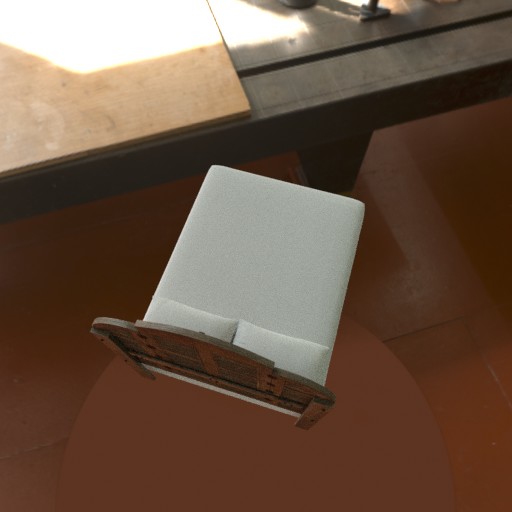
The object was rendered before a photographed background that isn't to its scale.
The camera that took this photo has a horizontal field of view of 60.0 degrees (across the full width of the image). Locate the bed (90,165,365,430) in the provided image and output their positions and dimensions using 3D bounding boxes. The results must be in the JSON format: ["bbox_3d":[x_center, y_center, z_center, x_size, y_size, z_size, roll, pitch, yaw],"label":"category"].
[{"bbox_3d":[0.000,0.000,3.627,1.713,2.019,2.138,15,65,7],"label":"bed"}]
